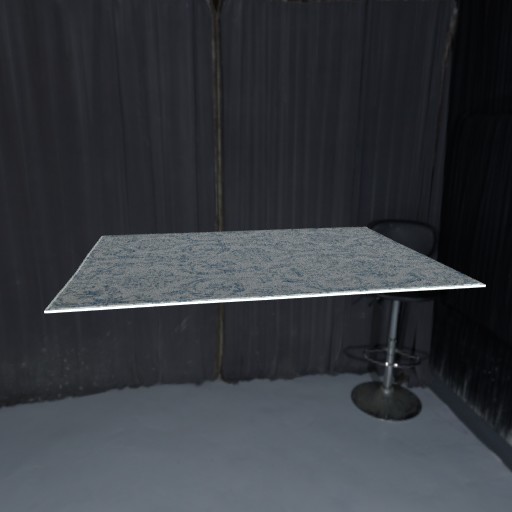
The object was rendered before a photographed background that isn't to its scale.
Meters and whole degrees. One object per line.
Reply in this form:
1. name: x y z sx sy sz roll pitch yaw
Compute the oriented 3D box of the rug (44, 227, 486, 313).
1. rug: 0.000 0.000 2.920 2.197 0.014 1.586 -3 15 -9
